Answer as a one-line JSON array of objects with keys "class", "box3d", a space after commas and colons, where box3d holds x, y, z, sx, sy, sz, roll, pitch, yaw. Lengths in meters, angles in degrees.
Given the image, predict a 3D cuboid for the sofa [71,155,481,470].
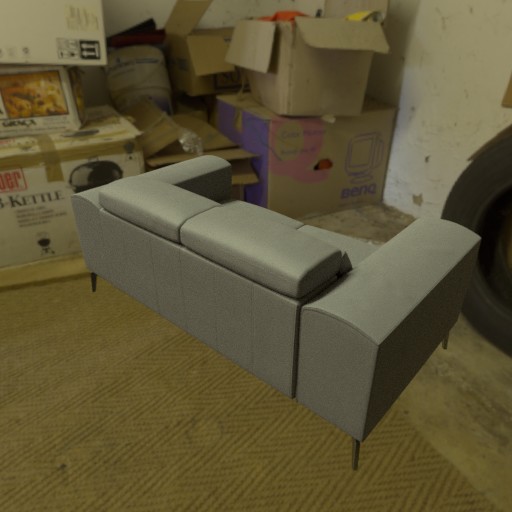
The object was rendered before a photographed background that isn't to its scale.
[{"class": "sofa", "box3d": [0.000, 0.000, 2.331, 1.895, 0.779, 1.003, 23, 37, 35]}]
